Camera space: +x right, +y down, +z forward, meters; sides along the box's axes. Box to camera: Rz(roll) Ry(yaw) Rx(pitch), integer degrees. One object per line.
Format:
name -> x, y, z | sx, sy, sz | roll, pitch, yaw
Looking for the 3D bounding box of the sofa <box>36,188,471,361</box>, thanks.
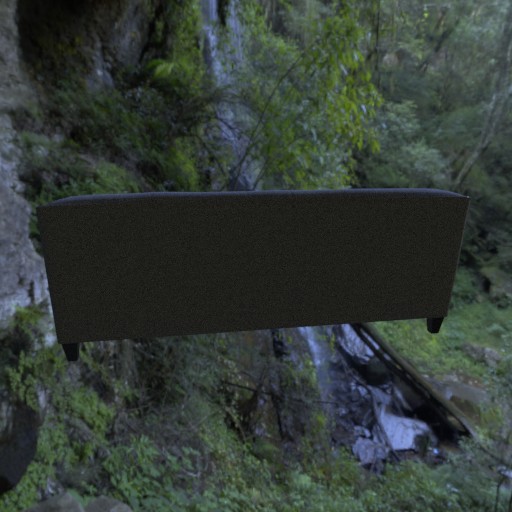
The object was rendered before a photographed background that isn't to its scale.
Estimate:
sofa -> 0.000, 0.000, 2.762 | 2.235, 0.901, 0.914 | -2, 15, -9
